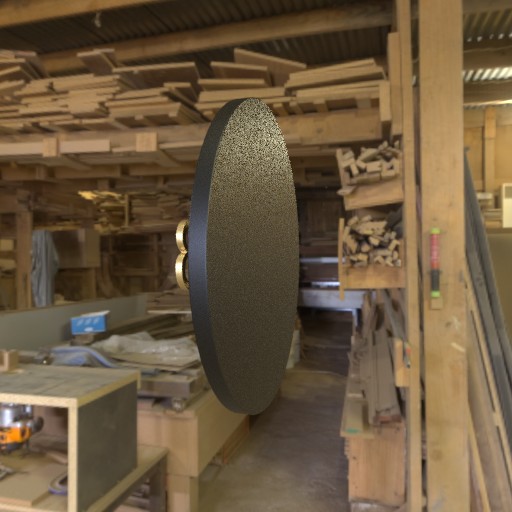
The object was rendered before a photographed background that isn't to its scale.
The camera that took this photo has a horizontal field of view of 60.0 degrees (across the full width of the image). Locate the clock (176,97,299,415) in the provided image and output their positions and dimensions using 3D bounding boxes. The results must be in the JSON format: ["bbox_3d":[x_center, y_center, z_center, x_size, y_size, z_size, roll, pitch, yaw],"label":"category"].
[{"bbox_3d":[0.000,0.000,0.674,0.038,0.454,0.454,0,-1,18],"label":"clock"}]
